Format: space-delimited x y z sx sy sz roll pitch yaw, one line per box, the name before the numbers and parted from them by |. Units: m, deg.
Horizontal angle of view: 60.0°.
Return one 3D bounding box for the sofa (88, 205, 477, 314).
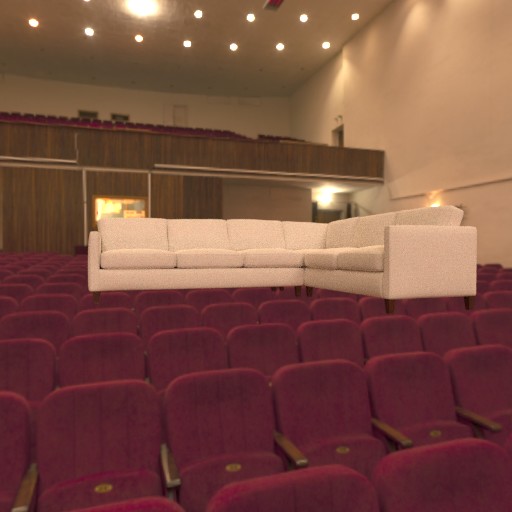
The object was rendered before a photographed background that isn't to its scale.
sofa | 0.000 0.000 4.580 3.302 0.947 2.593 0 0 -18
